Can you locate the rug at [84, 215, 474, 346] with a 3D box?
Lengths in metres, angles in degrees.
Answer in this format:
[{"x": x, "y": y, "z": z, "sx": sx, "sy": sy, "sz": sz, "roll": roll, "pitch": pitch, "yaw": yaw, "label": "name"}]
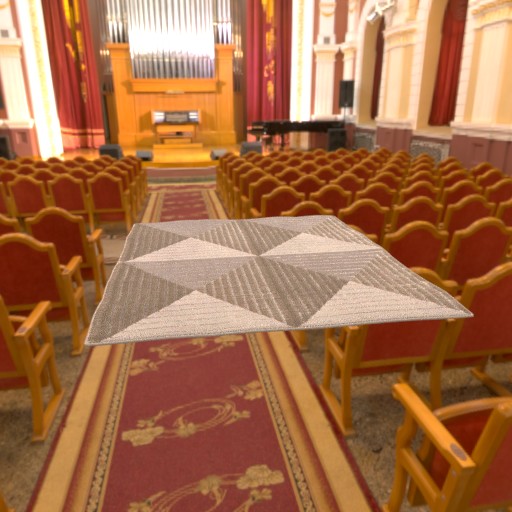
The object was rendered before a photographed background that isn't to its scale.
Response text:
[{"x": 0.000, "y": 0.000, "z": 0.902, "sx": 0.551, "sy": 0.008, "sz": 0.642, "roll": -3, "pitch": 19, "yaw": -9, "label": "rug"}]
